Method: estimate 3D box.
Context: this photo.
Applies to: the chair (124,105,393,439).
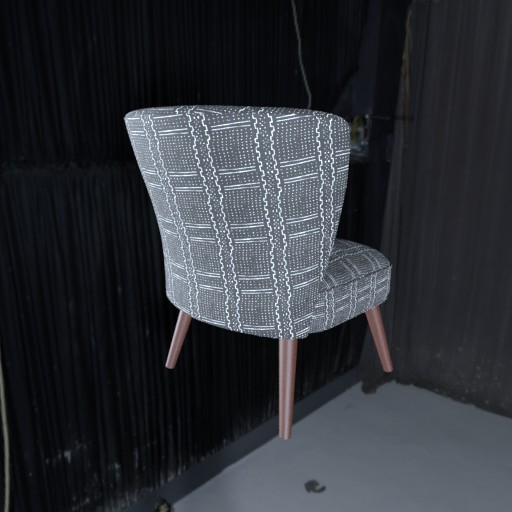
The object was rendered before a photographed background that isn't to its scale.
[{"bbox_3d":[0.000,0.000,1.407,0.710,0.866,0.758,14,21,43],"label":"chair"}]
